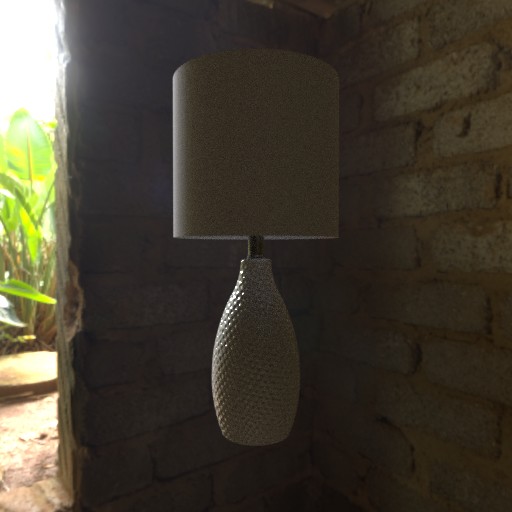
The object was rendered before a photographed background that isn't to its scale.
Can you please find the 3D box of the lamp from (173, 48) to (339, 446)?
[{"bbox_3d":[0.000,0.000,0.586,0.214,0.466,0.214,0,1,18],"label":"lamp"}]
